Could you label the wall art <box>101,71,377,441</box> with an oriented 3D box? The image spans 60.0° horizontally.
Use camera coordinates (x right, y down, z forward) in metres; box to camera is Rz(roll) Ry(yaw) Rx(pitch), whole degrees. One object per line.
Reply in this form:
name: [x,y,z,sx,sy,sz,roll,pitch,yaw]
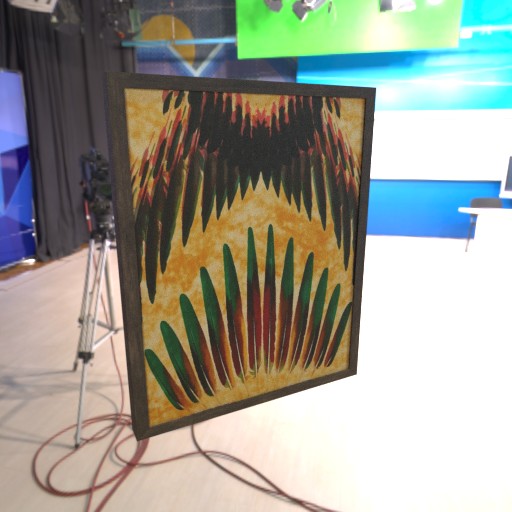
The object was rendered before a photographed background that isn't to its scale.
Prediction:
wall art: [0.000,0.000,0.552,0.329,0.406,0.027,-8,17,-26]
